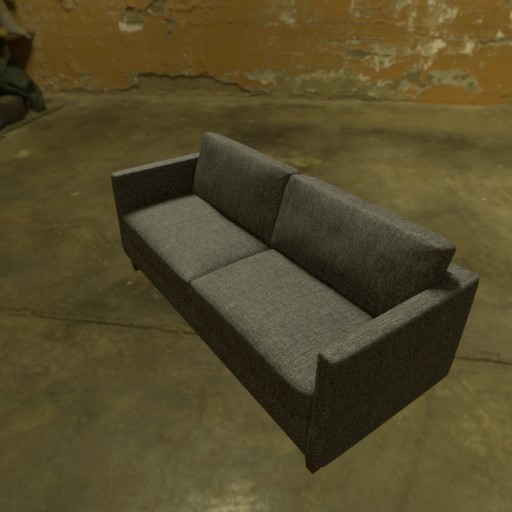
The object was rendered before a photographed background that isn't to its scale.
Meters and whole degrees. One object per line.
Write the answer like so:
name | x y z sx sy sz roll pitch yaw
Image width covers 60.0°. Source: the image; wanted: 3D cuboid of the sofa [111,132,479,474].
sofa | 0.000 0.000 2.654 0.948 0.960 2.208 -21 38 -30
